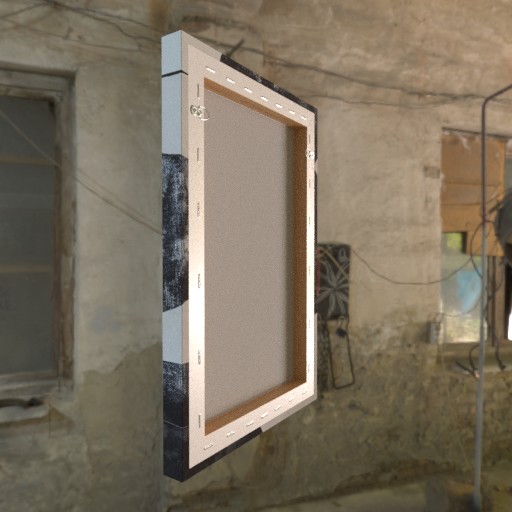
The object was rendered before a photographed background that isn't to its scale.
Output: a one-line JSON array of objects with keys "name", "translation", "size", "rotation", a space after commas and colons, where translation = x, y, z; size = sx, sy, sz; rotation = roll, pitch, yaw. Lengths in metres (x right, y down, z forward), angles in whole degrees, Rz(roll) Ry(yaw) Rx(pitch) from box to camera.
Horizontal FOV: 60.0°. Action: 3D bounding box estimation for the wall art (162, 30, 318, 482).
[{"name": "wall art", "translation": [0.000, 0.000, 0.774], "size": [0.039, 0.610, 0.407], "rotation": [1, 1, 34]}]
